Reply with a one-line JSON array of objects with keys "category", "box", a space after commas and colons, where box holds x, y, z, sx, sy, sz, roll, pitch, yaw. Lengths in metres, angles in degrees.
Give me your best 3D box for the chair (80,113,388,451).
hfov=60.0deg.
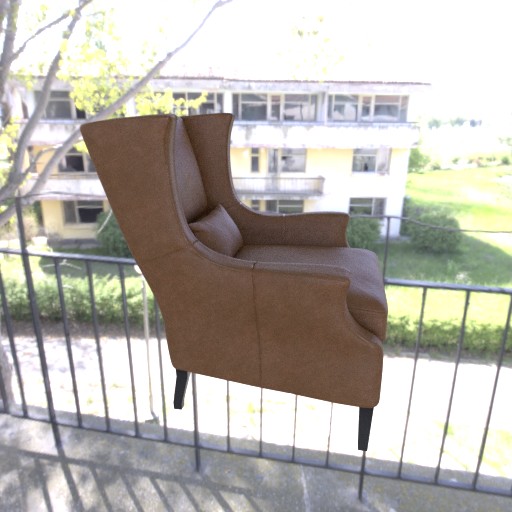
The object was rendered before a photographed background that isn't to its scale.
[{"category": "chair", "box": [0.000, 0.000, 1.655, 0.925, 1.016, 0.852, 3, 18, 10]}]
